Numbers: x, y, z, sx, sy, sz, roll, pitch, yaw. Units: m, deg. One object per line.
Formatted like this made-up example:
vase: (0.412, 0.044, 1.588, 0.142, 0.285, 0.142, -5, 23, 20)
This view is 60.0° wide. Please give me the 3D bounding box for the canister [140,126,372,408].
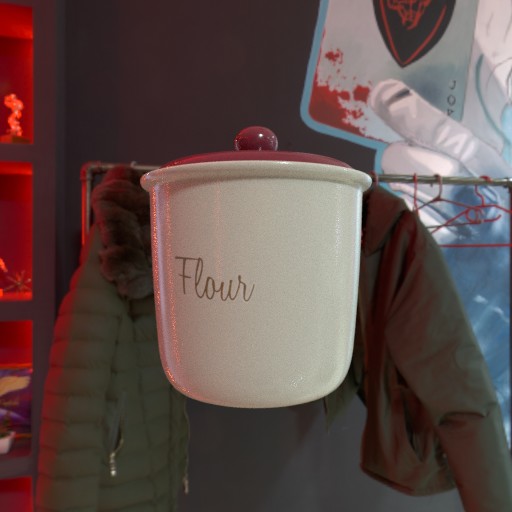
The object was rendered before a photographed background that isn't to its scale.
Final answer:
canister: (0.000, 0.000, 0.360, 0.182, 0.208, 0.182, 0, 1, 0)
